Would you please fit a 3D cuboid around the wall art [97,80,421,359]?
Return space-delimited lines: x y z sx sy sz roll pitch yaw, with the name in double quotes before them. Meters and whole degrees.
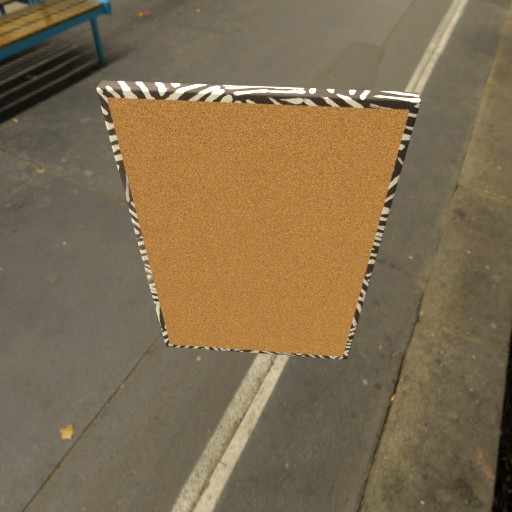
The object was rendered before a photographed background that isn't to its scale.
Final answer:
"wall art" 0.000 0.000 1.177 0.615 0.918 0.035 3 47 3
